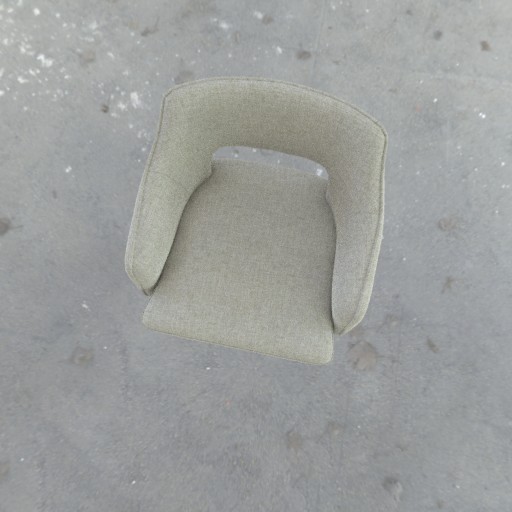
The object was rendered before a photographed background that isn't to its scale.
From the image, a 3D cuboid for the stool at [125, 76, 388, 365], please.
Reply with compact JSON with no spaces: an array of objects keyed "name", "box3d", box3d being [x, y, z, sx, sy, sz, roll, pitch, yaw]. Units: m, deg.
[{"name":"stool","box3d":[0.000,0.000,1.317,0.599,0.944,0.558,11,76,3]}]
